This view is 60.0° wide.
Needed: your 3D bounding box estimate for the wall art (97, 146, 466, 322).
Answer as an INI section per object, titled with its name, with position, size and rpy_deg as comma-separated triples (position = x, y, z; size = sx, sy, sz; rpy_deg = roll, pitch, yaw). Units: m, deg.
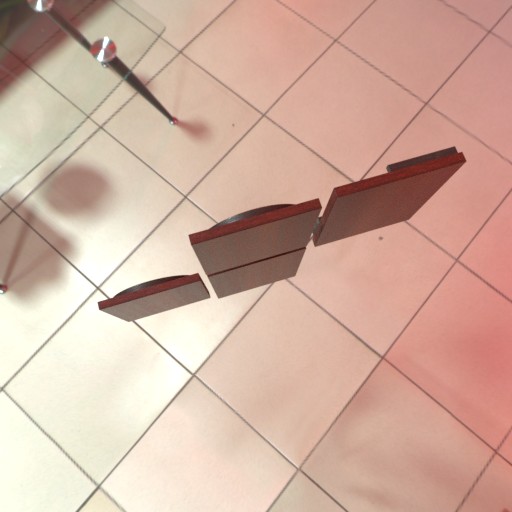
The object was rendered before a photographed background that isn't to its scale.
[wall art]
position = 0.000, 0.000, 0.868
size = 0.635, 0.497, 0.030
rpy_deg = -16, 76, -4
